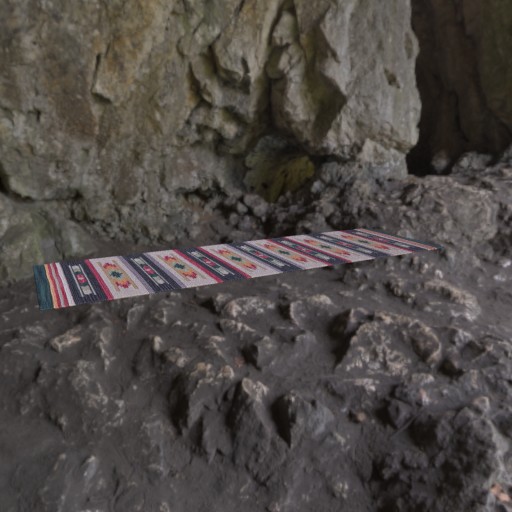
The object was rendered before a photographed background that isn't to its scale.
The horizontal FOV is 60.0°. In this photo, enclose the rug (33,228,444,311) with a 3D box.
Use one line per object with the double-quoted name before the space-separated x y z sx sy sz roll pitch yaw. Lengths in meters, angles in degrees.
"rug" 0.000 0.000 2.721 2.440 0.009 0.760 -8 16 -27
